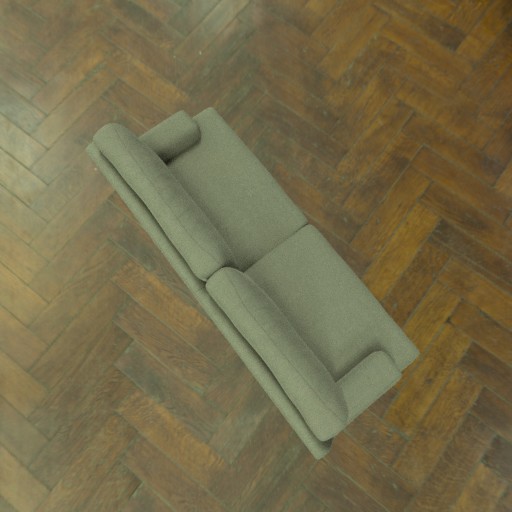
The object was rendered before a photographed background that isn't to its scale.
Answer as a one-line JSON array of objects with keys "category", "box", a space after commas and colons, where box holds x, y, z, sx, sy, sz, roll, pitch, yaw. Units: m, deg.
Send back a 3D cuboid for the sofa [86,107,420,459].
[{"category": "sofa", "box": [0.000, 0.000, 2.960, 0.962, 0.980, 2.354, -37, 78, -9]}]
